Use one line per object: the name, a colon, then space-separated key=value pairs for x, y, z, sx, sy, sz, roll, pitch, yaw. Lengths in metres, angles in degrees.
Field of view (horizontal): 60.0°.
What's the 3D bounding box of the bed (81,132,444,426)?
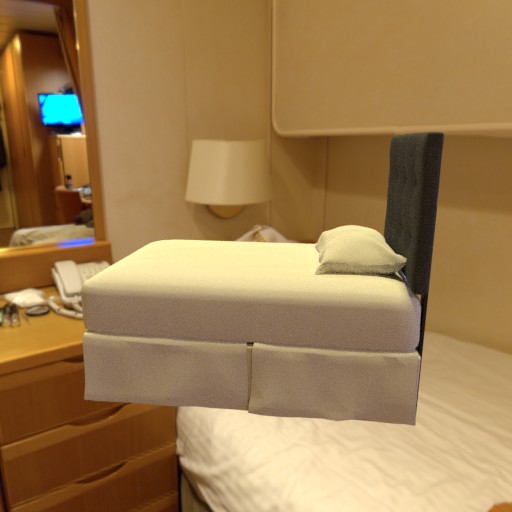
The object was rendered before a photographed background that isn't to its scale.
bed: x=0.000 y=0.000 z=2.957 sx=1.997 sy=1.571 sz=1.261 roll=2 pitch=14 yaw=8
